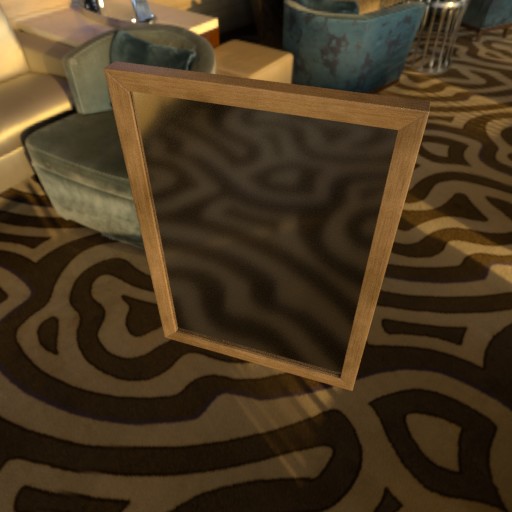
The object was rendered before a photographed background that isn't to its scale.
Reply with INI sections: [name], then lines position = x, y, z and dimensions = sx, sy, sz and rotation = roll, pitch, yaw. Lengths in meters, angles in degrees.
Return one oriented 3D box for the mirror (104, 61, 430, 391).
[mirror]
position = 0.000, 0.000, 0.911
dimensions = 0.507, 0.710, 0.040
rotation = 13, 44, 14
